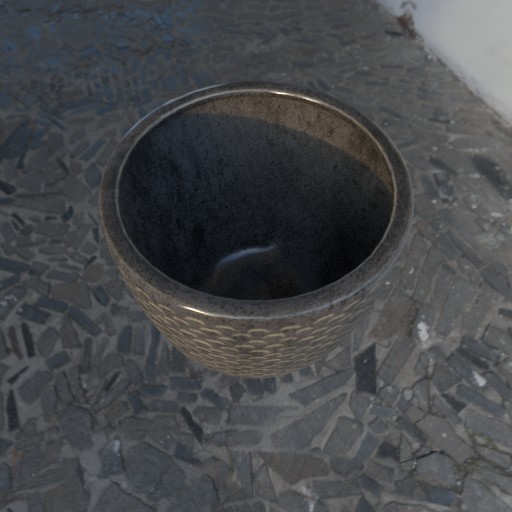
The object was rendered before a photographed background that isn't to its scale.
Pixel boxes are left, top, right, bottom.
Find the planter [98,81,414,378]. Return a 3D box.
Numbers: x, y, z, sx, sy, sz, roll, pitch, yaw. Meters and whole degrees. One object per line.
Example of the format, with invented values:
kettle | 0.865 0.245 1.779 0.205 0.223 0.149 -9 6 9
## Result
planter | 0.000 0.000 0.308 0.172 0.160 0.172 0 57 0
